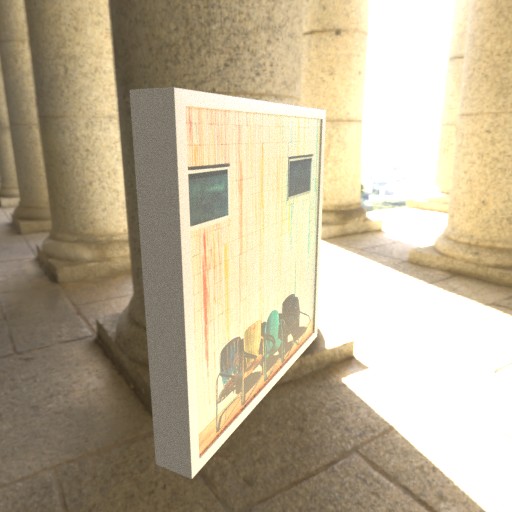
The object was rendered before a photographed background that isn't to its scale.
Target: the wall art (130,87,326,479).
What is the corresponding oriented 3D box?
[{"bbox_3d":[0.000,0.000,0.465,0.038,0.305,0.305,8,17,26],"label":"wall art"}]
